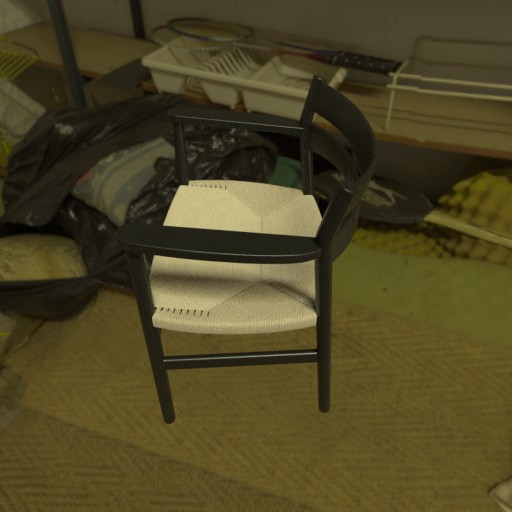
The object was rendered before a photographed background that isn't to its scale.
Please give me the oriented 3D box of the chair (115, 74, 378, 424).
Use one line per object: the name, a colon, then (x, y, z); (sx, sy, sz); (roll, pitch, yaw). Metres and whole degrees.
chair: (0.000, 0.000, 1.192); (0.508, 0.775, 0.630); (1, 40, 1)
